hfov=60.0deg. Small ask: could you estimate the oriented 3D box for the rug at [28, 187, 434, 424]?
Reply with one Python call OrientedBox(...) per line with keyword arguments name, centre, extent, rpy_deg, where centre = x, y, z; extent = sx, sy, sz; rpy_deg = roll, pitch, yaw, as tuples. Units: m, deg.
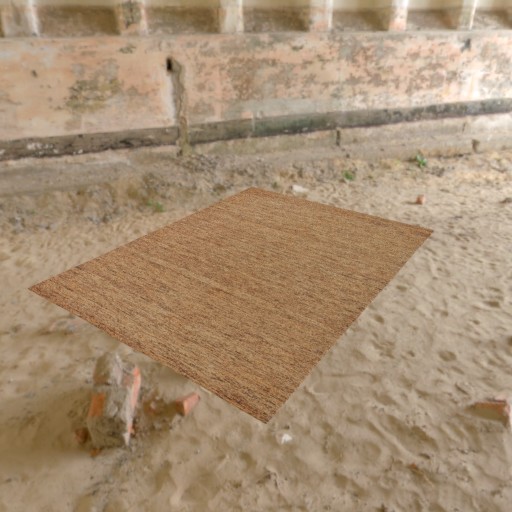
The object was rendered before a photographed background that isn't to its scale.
OrientedBox(name="rug", centre=(0.000, 0.000, 4.253), extent=(2.438, 0.012, 3.200), rpy_deg=(19, 33, 31))
